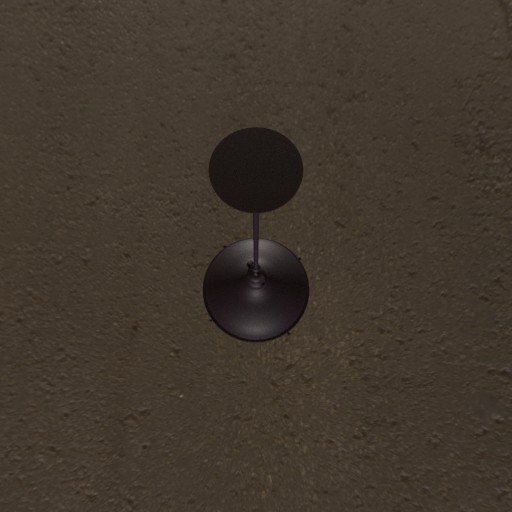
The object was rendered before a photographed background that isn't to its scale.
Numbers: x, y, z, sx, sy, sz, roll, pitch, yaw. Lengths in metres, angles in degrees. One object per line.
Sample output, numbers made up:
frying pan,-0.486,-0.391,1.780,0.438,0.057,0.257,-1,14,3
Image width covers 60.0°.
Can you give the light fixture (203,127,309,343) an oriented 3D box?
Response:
light fixture,0.000,0.000,1.016,0.341,0.849,0.341,-35,77,-9
